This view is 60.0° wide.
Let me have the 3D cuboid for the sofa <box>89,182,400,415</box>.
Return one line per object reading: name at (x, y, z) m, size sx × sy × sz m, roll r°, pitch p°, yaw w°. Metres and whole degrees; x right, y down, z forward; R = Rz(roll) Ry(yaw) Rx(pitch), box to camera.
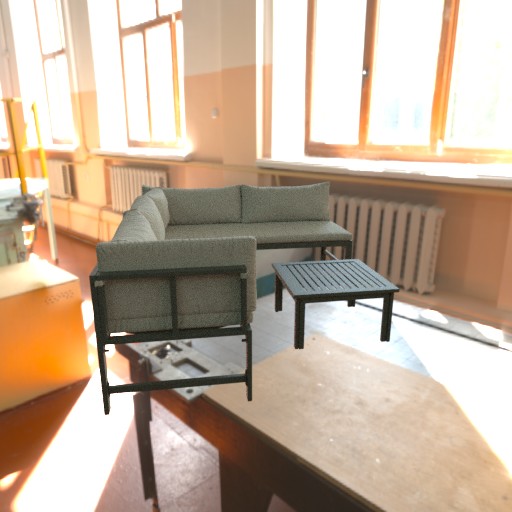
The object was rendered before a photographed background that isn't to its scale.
sofa at (0.000, 0.000, 2.903) m, size 1.658 × 0.758 × 2.096 m, roll -3°, pitch 16°, yaw -9°
